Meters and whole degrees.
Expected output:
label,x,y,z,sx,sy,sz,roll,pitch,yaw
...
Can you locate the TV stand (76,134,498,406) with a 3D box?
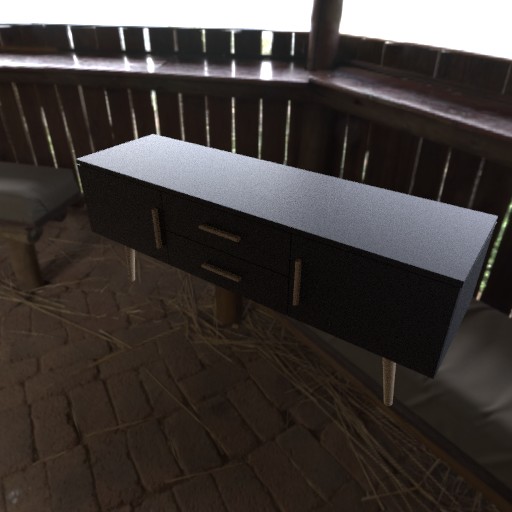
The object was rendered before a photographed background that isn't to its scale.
label,x,y,z,sx,sy,sz,roll,pitch,yaw
TV stand,0.000,0.000,1.505,1.312,0.518,0.390,20,37,29
